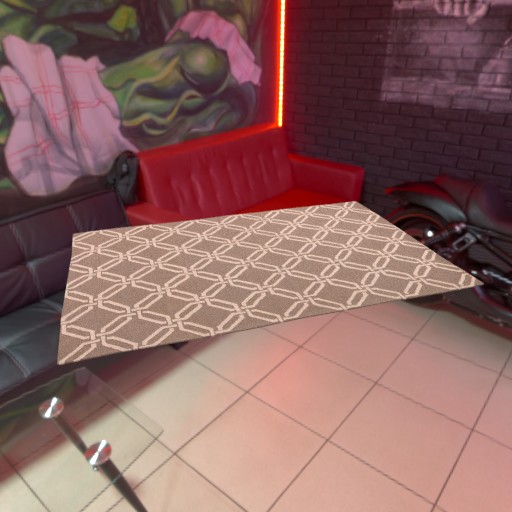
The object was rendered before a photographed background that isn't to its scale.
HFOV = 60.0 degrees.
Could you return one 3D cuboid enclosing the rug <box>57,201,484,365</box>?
[{"bbox_3d":[0.000,0.000,2.178,1.748,0.010,1.142,-8,28,-16],"label":"rug"}]
